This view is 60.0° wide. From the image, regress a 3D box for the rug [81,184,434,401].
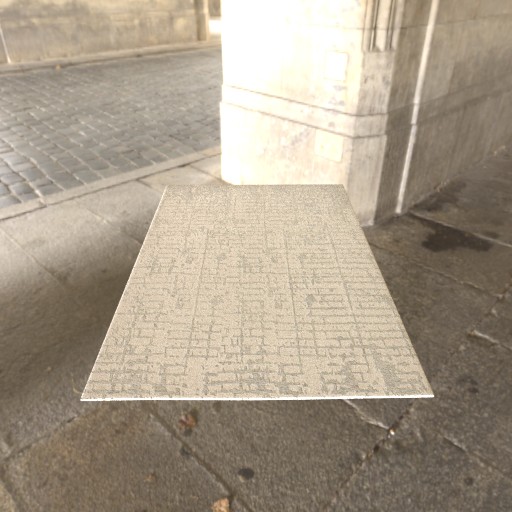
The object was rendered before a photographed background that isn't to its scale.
[{"bbox_3d":[0.000,0.000,2.283,1.211,0.007,1.827,0,32,0],"label":"rug"}]
